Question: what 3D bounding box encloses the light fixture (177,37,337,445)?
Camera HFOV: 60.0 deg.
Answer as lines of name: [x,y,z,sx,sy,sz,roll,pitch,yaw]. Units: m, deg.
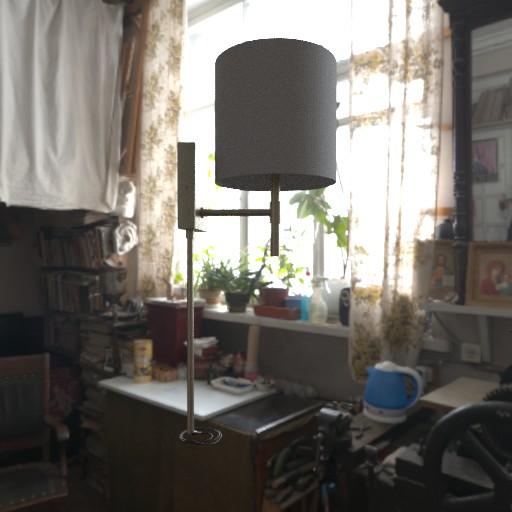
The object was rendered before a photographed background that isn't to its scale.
light fixture: [0.000,0.000,0.693,0.248,0.589,0.188,0,1,2]
